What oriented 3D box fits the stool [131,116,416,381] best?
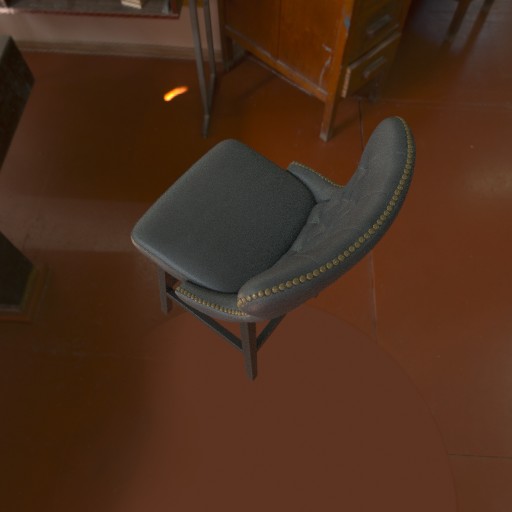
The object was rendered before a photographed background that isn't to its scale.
[{"bbox_3d":[0.000,0.000,1.279,0.593,0.971,0.528,34,68,16],"label":"stool"}]
